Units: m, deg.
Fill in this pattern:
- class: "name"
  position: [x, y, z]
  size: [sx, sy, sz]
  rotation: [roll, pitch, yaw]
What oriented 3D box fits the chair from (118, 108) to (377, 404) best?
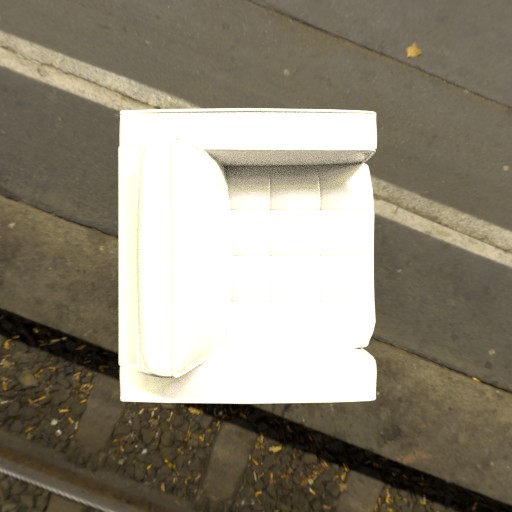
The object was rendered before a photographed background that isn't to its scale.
- class: "chair"
  position: [0.000, 0.000, 1.529]
  size: [0.843, 0.773, 0.928]
  rotation: [0, 90, -1]
